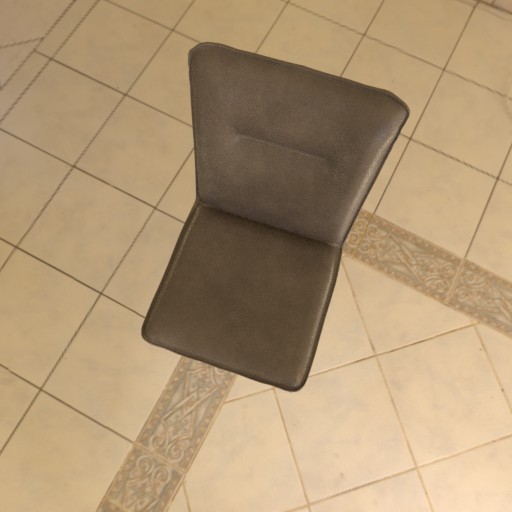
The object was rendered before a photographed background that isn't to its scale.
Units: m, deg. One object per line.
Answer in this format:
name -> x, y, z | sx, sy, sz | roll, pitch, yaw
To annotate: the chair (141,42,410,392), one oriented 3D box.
chair -> 0.000, 0.000, 1.333 | 0.515, 0.932, 0.688 | 18, 75, 5
